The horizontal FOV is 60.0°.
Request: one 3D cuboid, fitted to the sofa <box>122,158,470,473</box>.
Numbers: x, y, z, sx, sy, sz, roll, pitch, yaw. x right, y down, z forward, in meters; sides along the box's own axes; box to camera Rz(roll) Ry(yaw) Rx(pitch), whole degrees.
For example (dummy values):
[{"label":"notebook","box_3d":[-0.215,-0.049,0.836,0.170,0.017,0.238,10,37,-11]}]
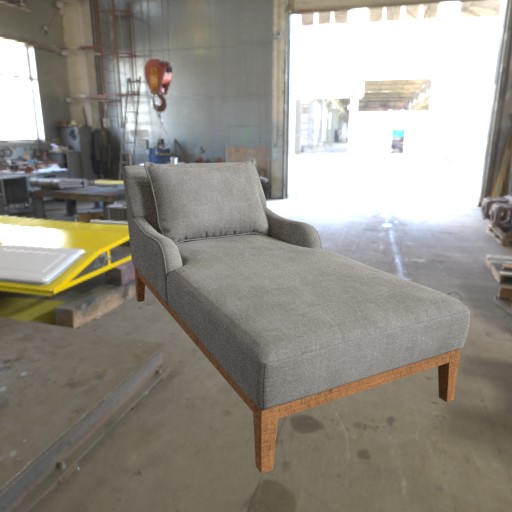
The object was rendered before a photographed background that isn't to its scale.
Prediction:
[{"label":"sofa","box_3d":[0.000,0.000,2.171,0.894,0.859,1.779,-8,17,-26]}]
